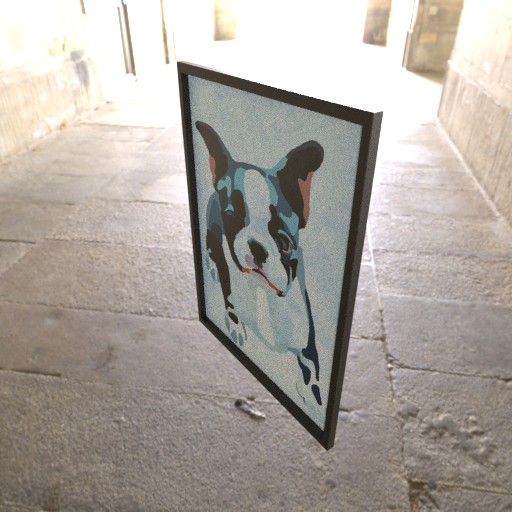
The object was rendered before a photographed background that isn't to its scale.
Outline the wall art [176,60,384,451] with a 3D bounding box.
[{"bbox_3d":[0.000,0.000,1.370,0.030,1.027,0.774,-22,38,-31],"label":"wall art"}]
